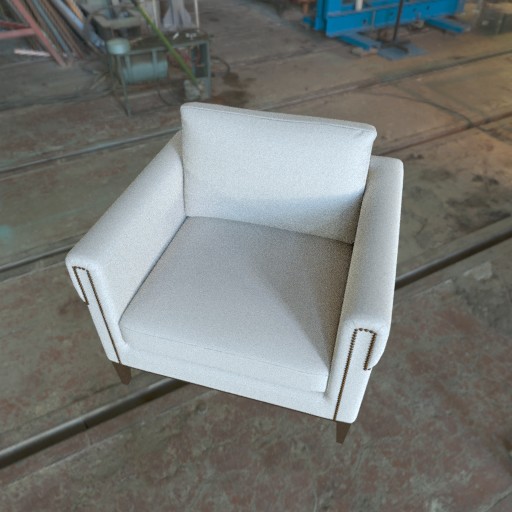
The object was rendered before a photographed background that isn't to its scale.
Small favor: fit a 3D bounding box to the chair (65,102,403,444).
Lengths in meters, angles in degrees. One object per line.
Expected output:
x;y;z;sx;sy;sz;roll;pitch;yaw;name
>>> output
0.000;0.000;1.689;0.982;0.915;0.896;11;43;12;chair
